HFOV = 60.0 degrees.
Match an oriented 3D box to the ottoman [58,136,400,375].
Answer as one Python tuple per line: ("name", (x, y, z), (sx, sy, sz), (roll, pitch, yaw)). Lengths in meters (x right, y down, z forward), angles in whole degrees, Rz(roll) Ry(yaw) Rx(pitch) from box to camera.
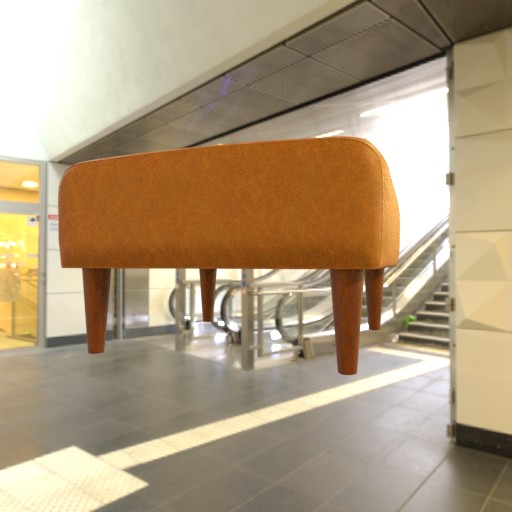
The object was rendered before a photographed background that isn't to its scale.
("ottoman", (0.000, 0.000, 1.064), (0.650, 0.399, 0.650), (0, -1, 20))
